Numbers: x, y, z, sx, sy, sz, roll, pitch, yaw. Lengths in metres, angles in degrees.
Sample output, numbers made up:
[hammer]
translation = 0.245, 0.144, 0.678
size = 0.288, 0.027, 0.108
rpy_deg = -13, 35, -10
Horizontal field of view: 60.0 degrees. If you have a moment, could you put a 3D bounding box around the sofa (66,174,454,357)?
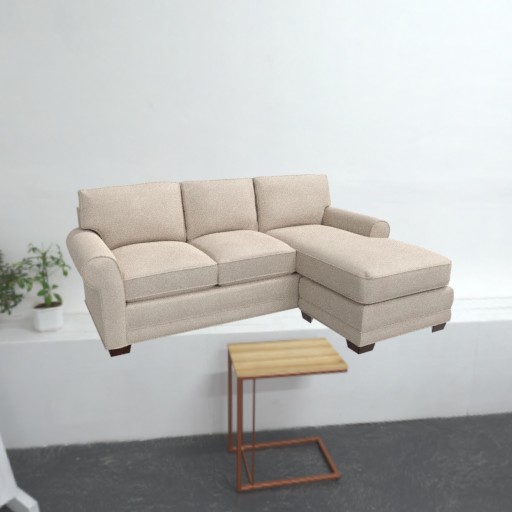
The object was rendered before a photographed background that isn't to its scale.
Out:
[sofa]
translation = 0.000, 0.000, 2.361
size = 1.770, 0.734, 1.226
rpy_deg = -8, 18, -27
